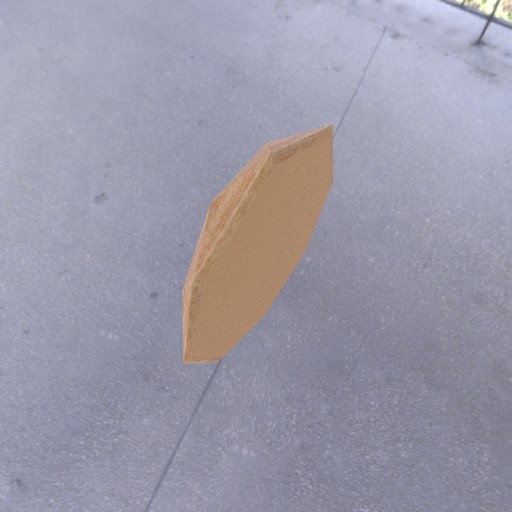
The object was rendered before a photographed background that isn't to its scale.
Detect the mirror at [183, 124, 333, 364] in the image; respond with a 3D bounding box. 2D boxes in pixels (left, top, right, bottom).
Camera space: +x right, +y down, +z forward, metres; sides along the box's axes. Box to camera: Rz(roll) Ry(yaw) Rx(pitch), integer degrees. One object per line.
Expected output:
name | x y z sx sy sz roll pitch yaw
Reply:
mirror | 0.000 0.000 1.026 0.070 0.774 0.577 34 69 15
